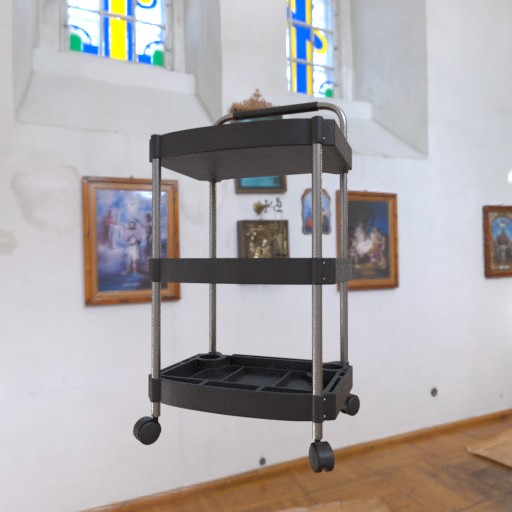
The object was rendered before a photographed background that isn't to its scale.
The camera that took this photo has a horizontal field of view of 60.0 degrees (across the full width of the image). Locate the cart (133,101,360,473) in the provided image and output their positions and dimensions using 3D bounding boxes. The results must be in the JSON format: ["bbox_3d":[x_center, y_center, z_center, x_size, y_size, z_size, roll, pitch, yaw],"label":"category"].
[{"bbox_3d":[0.000,0.000,1.399,0.584,1.075,0.518,0,-1,20],"label":"cart"}]
